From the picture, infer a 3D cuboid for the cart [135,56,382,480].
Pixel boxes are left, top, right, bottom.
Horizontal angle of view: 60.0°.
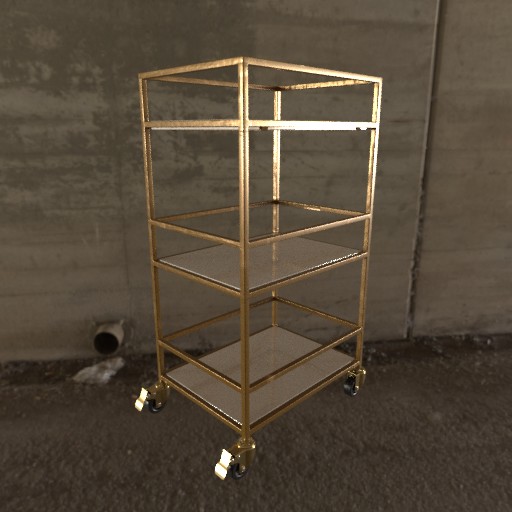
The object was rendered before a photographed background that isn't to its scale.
[{"bbox_3d":[0.000,0.000,0.997,0.483,0.761,0.332,-15,22,-43],"label":"cart"}]
